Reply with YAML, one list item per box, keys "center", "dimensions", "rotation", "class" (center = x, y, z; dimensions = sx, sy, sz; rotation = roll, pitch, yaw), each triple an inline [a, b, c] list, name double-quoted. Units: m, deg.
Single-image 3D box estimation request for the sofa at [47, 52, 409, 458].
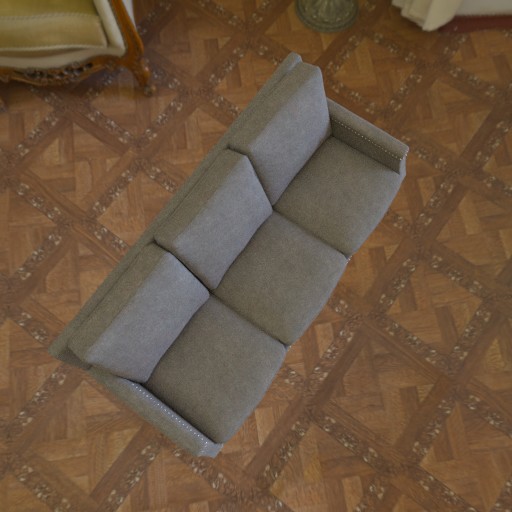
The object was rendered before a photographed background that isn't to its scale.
- center: [0.000, 0.000, 2.745]
  dimensions: [1.034, 1.042, 2.226]
  rotation: [34, 77, 9]
  class: "sofa"
